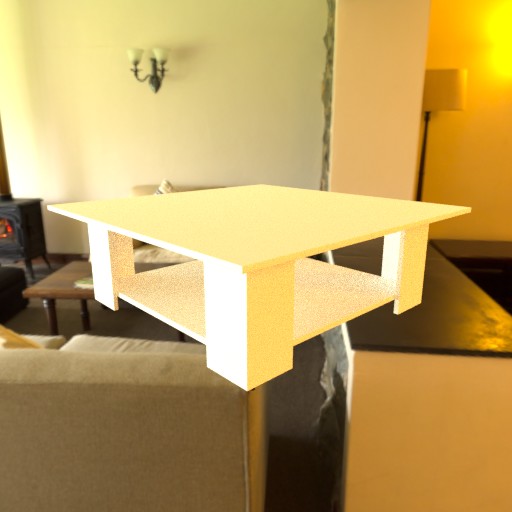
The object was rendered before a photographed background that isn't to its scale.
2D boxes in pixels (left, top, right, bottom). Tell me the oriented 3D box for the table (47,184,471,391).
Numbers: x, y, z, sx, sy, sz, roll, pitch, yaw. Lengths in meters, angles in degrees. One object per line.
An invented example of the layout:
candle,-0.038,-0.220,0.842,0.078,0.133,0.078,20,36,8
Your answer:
table,0.000,0.000,1.354,0.890,0.305,0.890,-14,20,-41
